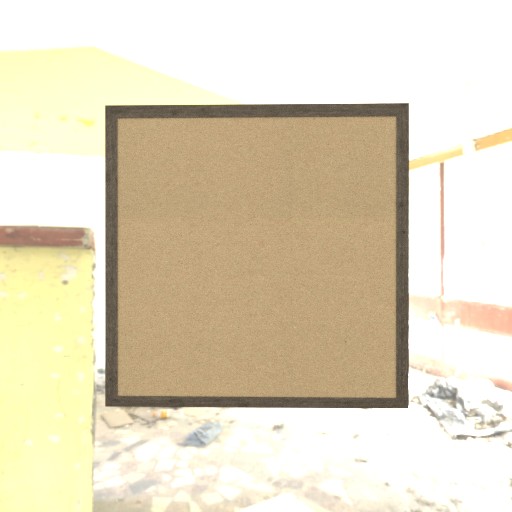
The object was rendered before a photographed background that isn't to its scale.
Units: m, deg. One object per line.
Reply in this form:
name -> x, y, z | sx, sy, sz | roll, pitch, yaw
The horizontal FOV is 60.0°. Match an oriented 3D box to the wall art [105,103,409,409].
wall art -> 0.000, 0.000, 0.673 | 0.457, 0.457, 0.013 | 0, 0, 1
